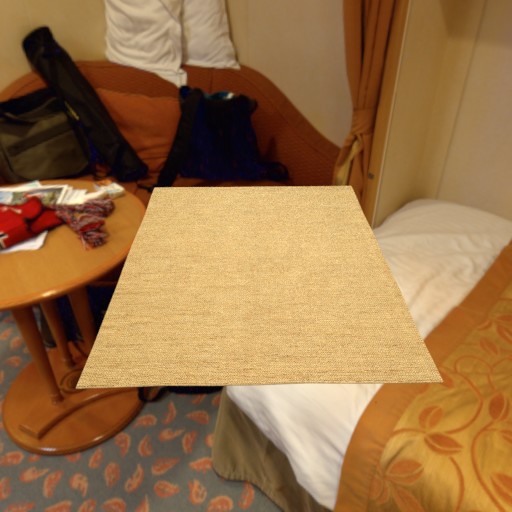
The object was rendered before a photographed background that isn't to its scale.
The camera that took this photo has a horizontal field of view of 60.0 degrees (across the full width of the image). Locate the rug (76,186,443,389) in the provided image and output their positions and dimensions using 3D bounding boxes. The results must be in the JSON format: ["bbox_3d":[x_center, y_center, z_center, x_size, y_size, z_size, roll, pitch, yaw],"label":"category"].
[{"bbox_3d":[0.000,0.000,4.155,2.406,0.012,3.034,-1,34,-1],"label":"rug"}]
